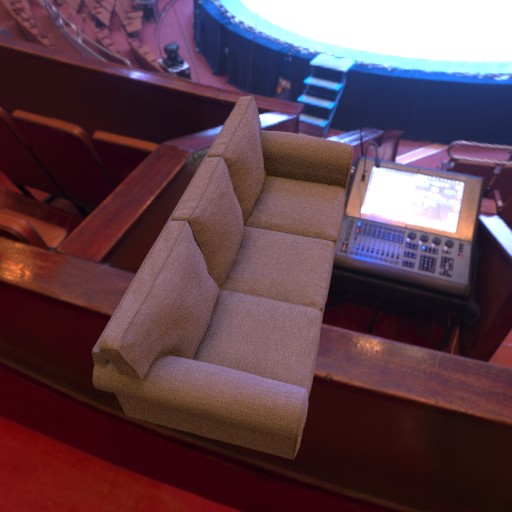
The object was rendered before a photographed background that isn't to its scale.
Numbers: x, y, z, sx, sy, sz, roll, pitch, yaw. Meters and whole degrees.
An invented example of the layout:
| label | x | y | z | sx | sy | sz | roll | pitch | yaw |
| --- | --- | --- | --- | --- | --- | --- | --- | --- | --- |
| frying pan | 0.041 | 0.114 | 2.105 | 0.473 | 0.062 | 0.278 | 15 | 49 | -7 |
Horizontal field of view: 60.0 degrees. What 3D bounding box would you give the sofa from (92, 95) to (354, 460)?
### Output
| label | x | y | z | sx | sy | sz | roll | pitch | yaw |
| --- | --- | --- | --- | --- | --- | --- | --- | --- | --- |
| sofa | 0.000 | 0.000 | 2.591 | 0.916 | 0.961 | 2.084 | 11 | 48 | 10 |
